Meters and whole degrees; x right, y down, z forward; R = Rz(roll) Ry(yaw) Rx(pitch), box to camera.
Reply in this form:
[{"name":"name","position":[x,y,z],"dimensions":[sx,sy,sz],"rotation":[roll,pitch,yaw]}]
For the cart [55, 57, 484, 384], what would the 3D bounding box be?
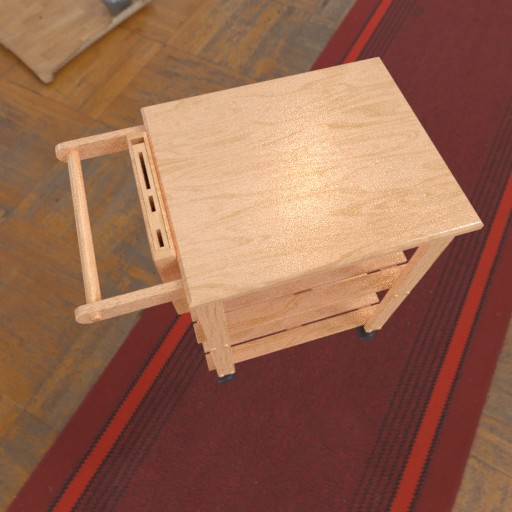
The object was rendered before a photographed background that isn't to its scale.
[{"name":"cart","position":[0.000,0.000,1.311],"dimensions":[0.843,0.816,0.520],"rotation":[-15,64,-8]}]
